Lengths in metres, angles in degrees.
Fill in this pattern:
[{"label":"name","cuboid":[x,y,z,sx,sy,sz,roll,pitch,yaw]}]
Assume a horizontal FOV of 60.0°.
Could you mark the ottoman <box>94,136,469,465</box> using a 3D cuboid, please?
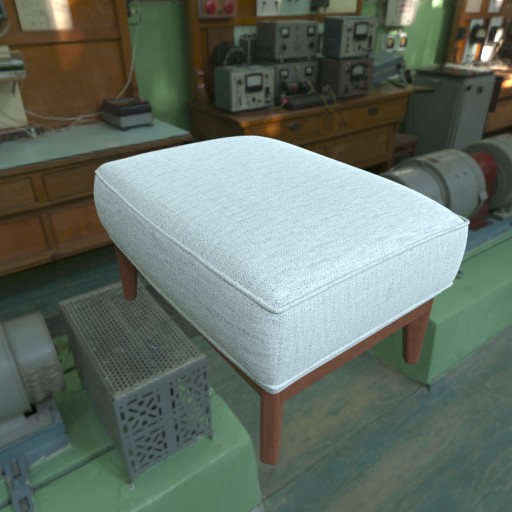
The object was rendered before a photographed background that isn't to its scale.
[{"label":"ottoman","cuboid":[0.000,0.000,1.142,0.594,0.465,0.794,-21,37,-31]}]
